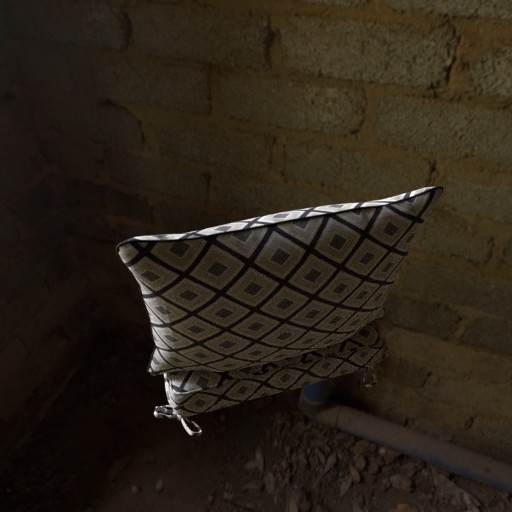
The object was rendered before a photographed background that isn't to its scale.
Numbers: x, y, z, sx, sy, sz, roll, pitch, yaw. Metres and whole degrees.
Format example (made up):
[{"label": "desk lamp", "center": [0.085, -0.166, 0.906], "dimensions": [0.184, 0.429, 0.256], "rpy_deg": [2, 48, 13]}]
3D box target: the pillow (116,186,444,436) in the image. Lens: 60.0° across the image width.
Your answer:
[{"label": "pillow", "center": [0.000, 0.000, 1.402], "dimensions": [0.798, 0.722, 0.733], "rpy_deg": [-11, 42, -13]}]
